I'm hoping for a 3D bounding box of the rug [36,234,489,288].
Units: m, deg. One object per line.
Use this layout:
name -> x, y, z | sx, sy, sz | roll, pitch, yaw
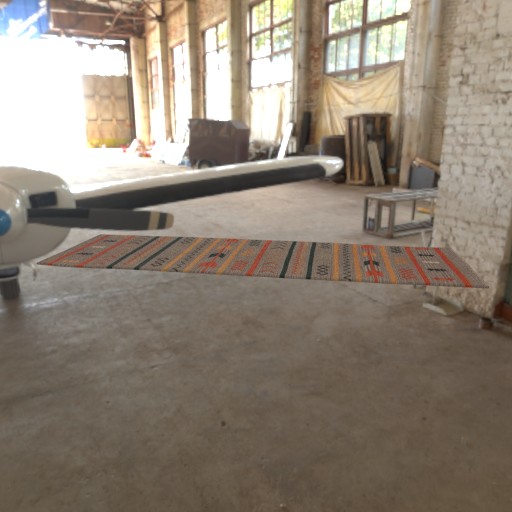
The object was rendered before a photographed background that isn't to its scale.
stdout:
rug -> 0.000, 0.000, 2.675 | 2.419, 0.022, 0.744 | 3, 16, 9
